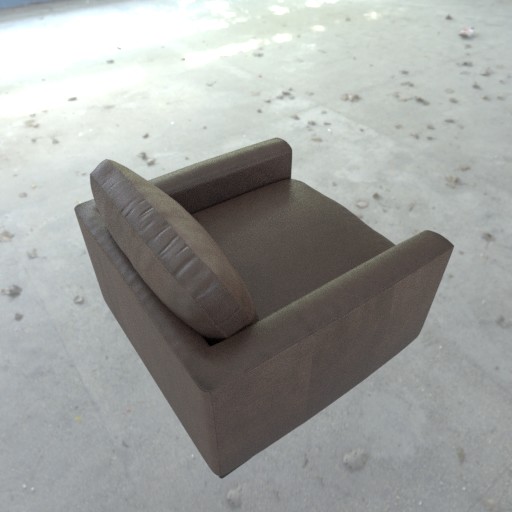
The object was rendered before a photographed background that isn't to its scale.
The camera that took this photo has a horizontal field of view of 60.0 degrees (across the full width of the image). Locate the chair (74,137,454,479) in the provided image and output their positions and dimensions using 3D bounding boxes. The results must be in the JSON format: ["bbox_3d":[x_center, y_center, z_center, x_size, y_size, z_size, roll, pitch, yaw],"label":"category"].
[{"bbox_3d":[0.000,0.000,1.796,1.069,0.812,1.100,-25,47,-26],"label":"chair"}]
